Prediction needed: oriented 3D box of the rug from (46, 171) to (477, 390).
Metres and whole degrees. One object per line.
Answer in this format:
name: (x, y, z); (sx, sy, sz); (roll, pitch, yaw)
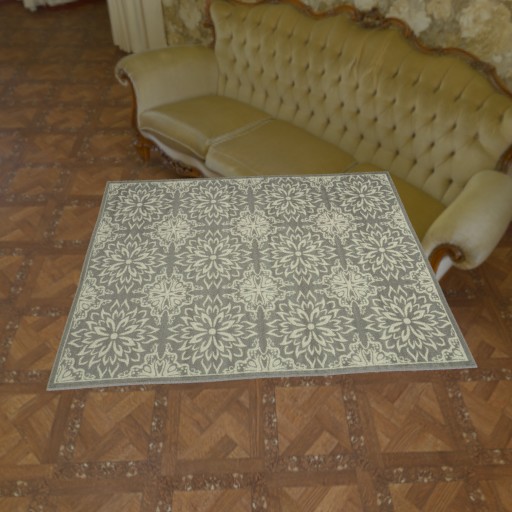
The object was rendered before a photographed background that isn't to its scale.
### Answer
rug: (0.000, 0.000, 3.875); (2.980, 0.012, 2.363); (-2, 46, -2)
